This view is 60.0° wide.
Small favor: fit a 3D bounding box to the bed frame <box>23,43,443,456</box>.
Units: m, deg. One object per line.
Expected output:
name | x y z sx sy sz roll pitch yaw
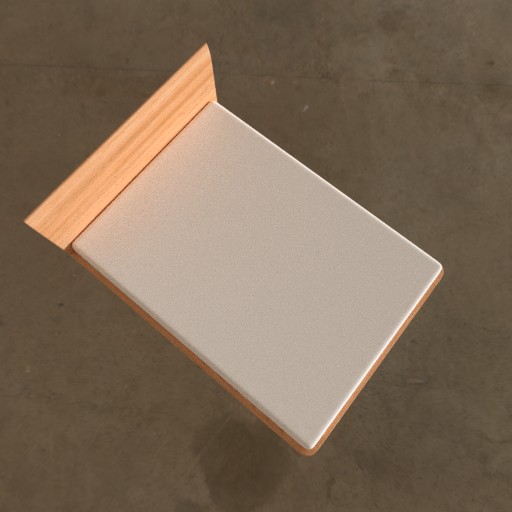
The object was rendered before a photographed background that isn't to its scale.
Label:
bed frame | 0.000 0.000 2.780 1.992 0.940 1.472 38 77 10
